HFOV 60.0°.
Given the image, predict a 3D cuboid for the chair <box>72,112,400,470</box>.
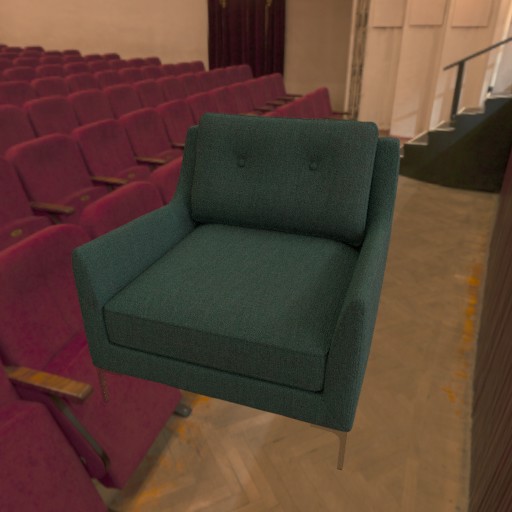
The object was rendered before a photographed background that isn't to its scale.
[{"bbox_3d":[0.000,0.000,1.513,0.847,0.828,0.849,9,28,17],"label":"chair"}]
